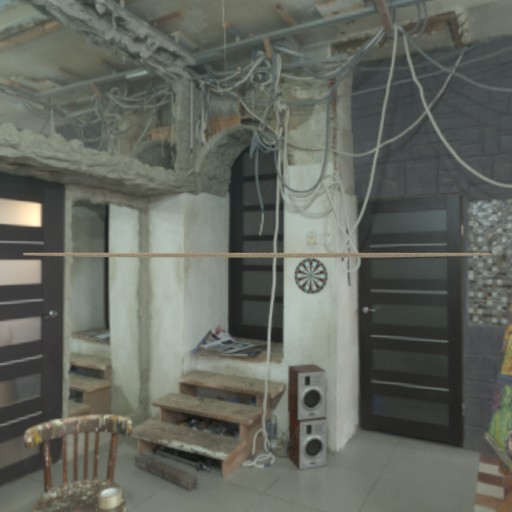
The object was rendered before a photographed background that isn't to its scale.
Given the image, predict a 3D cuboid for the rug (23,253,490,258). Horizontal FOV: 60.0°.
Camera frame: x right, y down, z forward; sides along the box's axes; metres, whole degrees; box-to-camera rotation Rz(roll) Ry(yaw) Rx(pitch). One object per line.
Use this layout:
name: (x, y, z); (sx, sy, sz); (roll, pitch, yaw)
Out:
rug: (0.000, 0.000, 3.880); (2.895, 0.018, 2.288); (0, -1, -1)
